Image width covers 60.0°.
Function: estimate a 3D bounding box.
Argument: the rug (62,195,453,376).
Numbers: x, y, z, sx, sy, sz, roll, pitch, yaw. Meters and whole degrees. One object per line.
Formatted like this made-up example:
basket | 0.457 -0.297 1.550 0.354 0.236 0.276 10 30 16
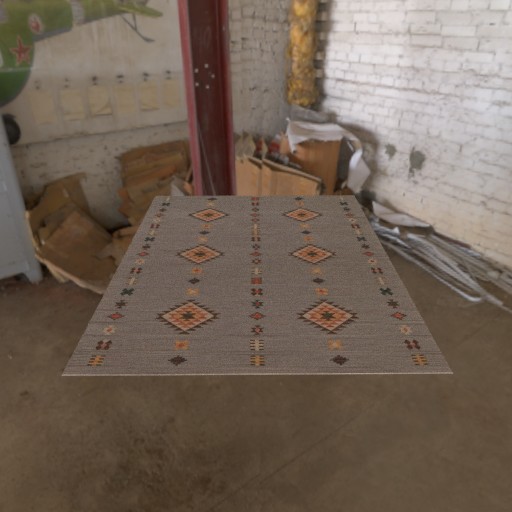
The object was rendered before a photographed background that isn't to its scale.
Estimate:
rug | 0.000 0.000 4.072 2.425 0.008 3.035 0 29 0
